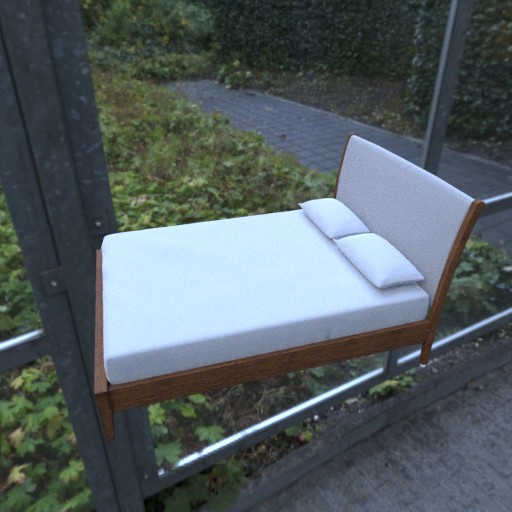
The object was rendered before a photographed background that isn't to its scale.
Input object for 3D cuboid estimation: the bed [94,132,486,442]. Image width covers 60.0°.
[{"bbox_3d":[0.000,0.000,2.950,2.108,1.135,1.502,-9,31,-14],"label":"bed"}]
